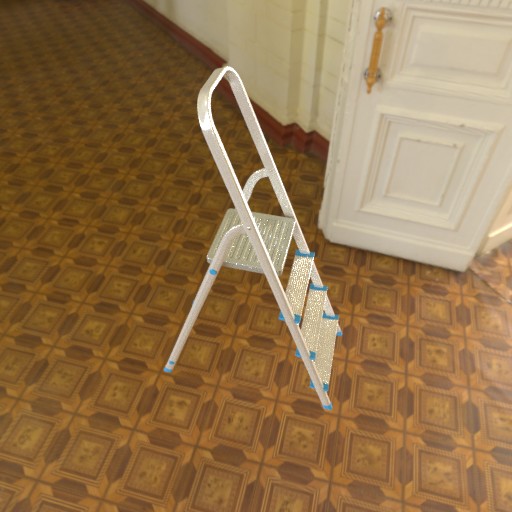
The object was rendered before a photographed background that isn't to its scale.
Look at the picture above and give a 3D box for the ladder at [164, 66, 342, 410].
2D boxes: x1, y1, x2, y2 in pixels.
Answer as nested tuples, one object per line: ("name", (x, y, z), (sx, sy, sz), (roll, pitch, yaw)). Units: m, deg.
("ladder", (0.000, 0.000, 1.774), (0.842, 1.434, 0.445), (10, 47, 10))
